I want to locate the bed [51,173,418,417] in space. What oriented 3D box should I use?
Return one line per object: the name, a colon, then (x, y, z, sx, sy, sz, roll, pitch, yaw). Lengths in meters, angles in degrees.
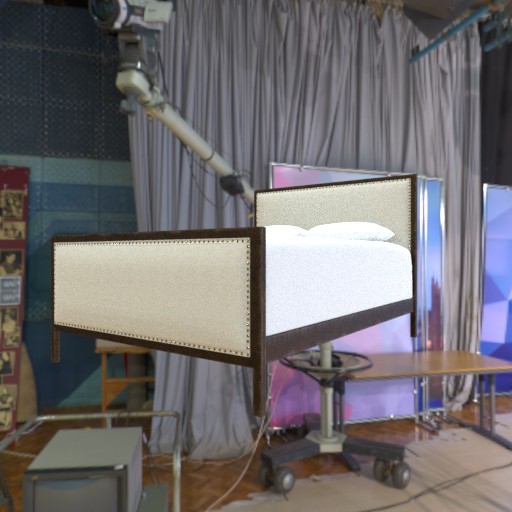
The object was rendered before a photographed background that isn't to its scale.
bed: (0.000, 0.000, 3.150, 1.607, 1.313, 2.221, 0, 0, 36)
